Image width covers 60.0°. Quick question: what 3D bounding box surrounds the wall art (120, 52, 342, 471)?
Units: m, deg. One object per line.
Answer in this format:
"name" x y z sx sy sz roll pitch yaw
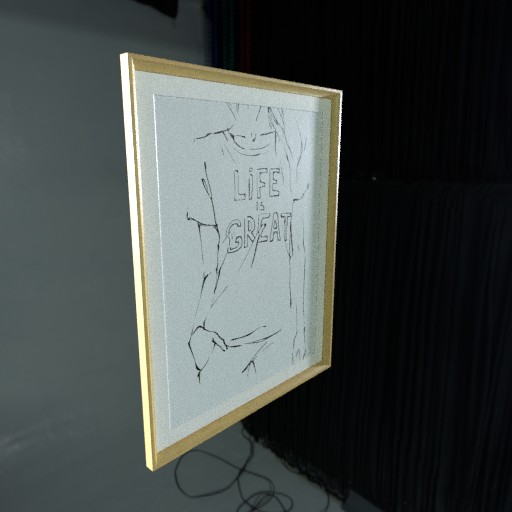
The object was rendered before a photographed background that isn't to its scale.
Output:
"wall art" 0.000 0.000 1.319 0.030 1.002 0.798 12 18 42
